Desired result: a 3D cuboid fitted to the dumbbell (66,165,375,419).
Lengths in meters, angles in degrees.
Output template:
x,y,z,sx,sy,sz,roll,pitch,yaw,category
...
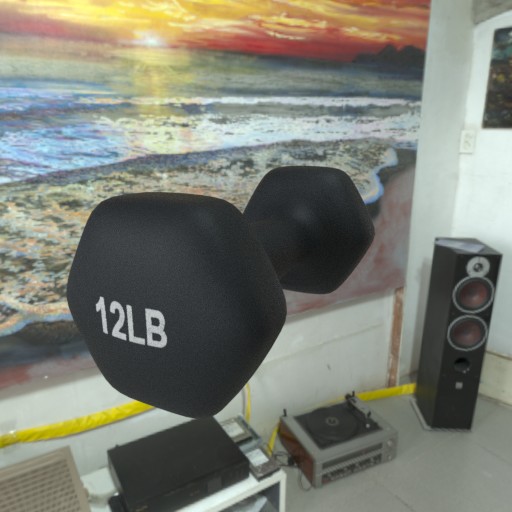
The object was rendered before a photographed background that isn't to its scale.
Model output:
x,y,z,sx,sy,sz,roll,pitch,yaw,category
0.000,0.000,0.286,0.112,0.101,0.231,8,18,26,dumbbell
